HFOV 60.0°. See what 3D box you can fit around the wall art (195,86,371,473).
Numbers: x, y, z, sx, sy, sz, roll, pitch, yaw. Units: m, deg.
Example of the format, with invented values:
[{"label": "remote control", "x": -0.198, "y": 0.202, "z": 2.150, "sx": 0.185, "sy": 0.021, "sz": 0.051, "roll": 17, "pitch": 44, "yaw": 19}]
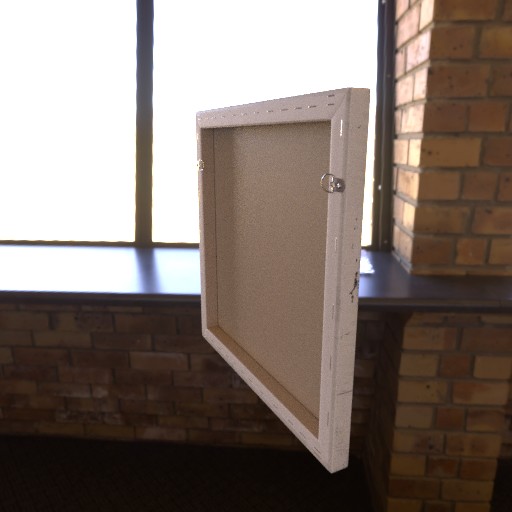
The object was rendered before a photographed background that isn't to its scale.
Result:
[{"label": "wall art", "x": 0.000, "y": 0.000, "z": 0.932, "sx": 0.040, "sy": 0.611, "sz": 0.610, "roll": -7, "pitch": 16, "yaw": -26}]
